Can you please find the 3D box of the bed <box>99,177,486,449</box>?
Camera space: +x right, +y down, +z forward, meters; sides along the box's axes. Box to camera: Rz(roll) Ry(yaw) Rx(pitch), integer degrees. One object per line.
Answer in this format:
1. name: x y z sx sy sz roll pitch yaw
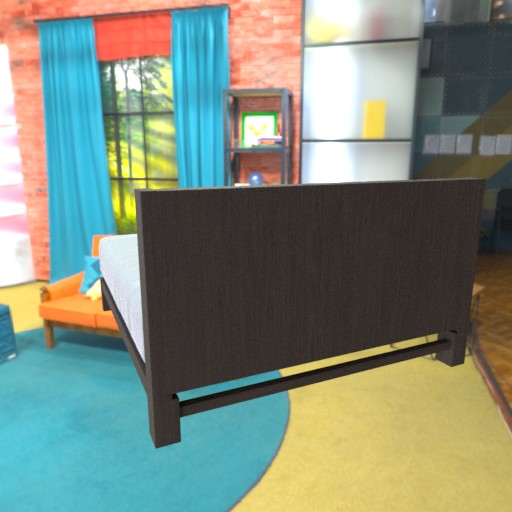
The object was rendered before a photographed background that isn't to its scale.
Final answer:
1. bed: 0.000 0.000 3.462 2.143 1.261 2.238 -6 15 -24
